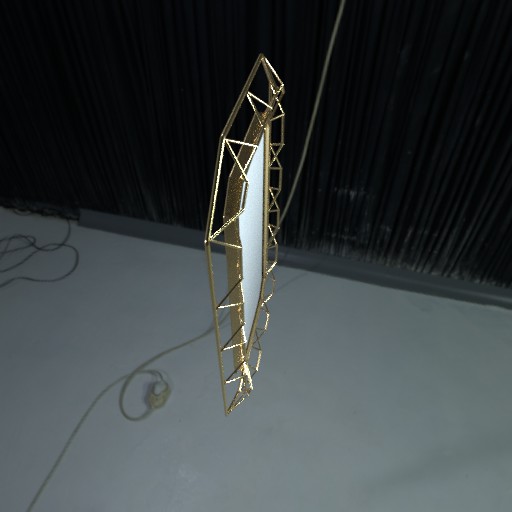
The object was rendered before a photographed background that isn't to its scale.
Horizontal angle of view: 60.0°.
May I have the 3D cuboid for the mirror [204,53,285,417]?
[{"bbox_3d":[0.000,0.000,1.114,0.051,0.870,0.572,8,47,8],"label":"mirror"}]
